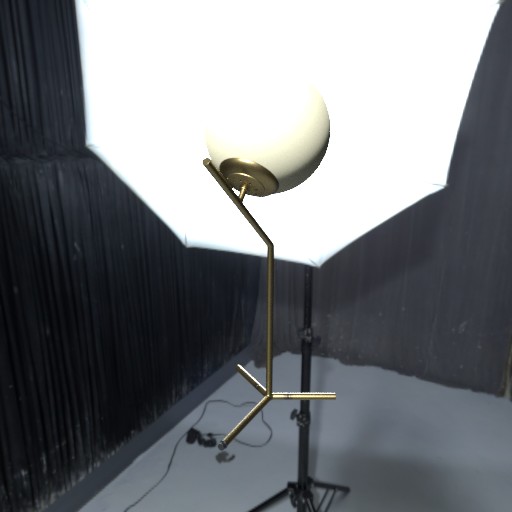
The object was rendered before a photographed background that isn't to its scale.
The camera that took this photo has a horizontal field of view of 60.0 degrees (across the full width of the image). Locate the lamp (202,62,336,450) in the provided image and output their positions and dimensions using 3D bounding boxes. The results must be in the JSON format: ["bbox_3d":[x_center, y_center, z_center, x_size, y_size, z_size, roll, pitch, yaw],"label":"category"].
[{"bbox_3d":[0.000,0.000,0.675,0.210,0.552,0.251,9,18,29],"label":"lamp"}]
